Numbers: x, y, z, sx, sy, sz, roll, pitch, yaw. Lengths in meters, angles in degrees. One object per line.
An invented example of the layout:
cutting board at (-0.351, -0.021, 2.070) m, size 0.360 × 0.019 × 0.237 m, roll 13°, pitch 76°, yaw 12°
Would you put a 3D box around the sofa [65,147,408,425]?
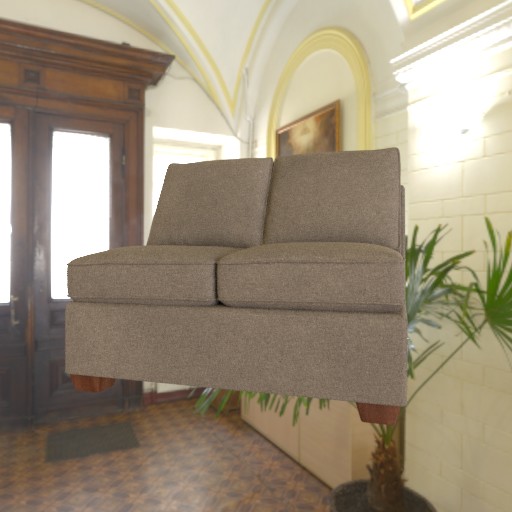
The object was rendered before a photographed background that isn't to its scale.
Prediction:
sofa at (0.000, 0.000, 1.903) m, size 1.237 × 1.008 × 0.951 m, roll 0°, pitch 0°, yaw 17°
